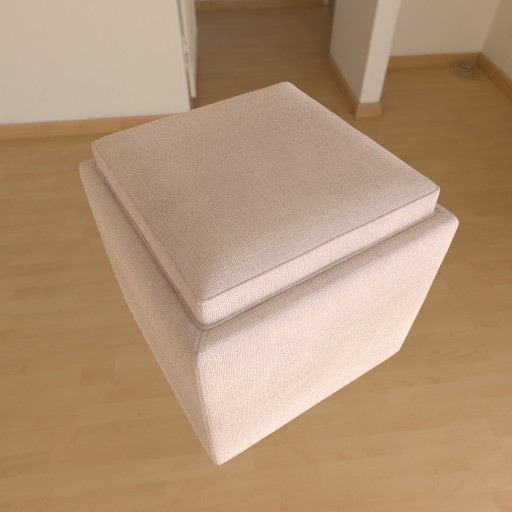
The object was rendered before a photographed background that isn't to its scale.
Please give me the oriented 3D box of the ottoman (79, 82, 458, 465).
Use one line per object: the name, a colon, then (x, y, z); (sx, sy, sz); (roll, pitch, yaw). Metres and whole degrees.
ottoman: (0.000, 0.000, 0.807); (0.451, 0.460, 0.450); (-25, 52, -21)
